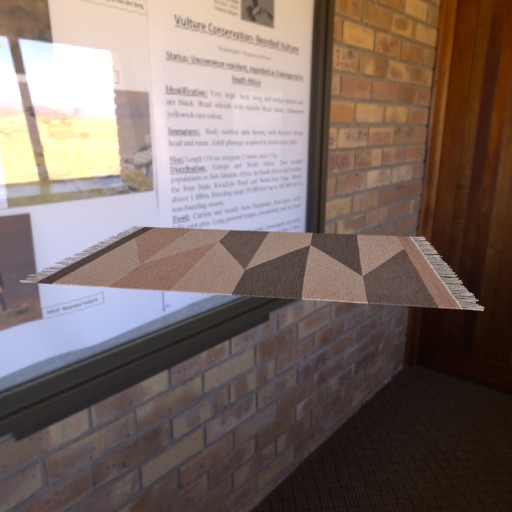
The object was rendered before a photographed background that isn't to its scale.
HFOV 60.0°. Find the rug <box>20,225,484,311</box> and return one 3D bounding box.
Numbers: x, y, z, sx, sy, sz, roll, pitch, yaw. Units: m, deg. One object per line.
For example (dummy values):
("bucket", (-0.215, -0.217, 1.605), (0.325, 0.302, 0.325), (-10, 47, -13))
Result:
("rug", (0.000, 0.000, 2.451), (2.021, 0.027, 1.224), (3, 16, 9))
